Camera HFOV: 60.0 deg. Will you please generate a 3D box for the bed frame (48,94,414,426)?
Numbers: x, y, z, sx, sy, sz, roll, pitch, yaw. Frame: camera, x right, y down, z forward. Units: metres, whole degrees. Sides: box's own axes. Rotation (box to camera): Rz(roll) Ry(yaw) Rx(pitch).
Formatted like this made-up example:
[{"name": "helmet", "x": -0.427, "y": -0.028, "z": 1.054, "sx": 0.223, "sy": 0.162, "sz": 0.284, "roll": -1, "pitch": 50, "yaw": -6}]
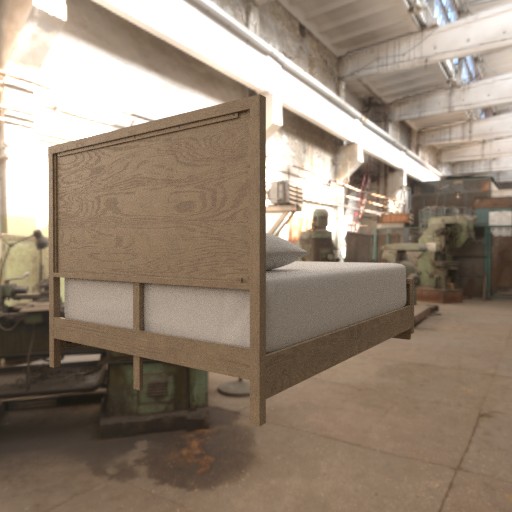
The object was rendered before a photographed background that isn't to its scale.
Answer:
[{"name": "bed frame", "x": 0.000, "y": 0.000, "z": 3.181, "sx": 1.606, "sy": 1.369, "sz": 2.189, "roll": 1, "pitch": 1, "yaw": 36}]
